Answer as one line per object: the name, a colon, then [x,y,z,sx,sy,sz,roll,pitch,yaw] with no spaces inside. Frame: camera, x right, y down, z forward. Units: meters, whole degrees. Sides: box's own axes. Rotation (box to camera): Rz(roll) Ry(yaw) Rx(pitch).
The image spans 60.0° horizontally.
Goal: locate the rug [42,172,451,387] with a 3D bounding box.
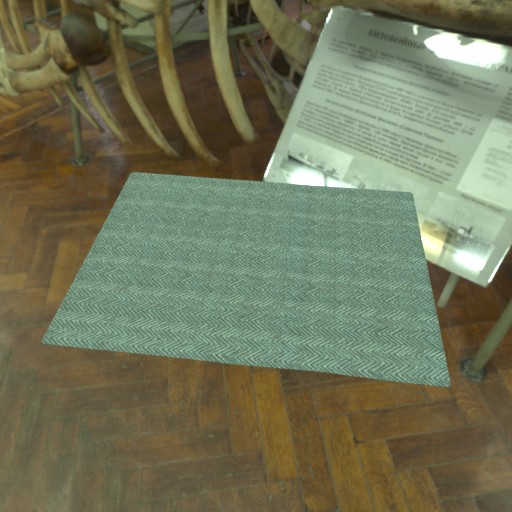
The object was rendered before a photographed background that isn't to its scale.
rug: [0.000,0.000,5.223,3.957,0.011,2.894,5,46,5]
